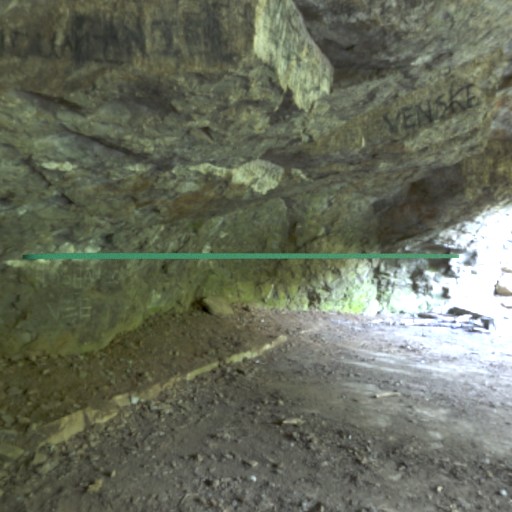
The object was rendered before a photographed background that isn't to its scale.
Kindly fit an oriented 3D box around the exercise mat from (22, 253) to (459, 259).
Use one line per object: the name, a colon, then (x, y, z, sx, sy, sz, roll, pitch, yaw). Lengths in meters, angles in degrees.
exercise mat: (0.000, 0.000, 2.059, 1.869, 0.021, 0.616, 0, 0, -20)
